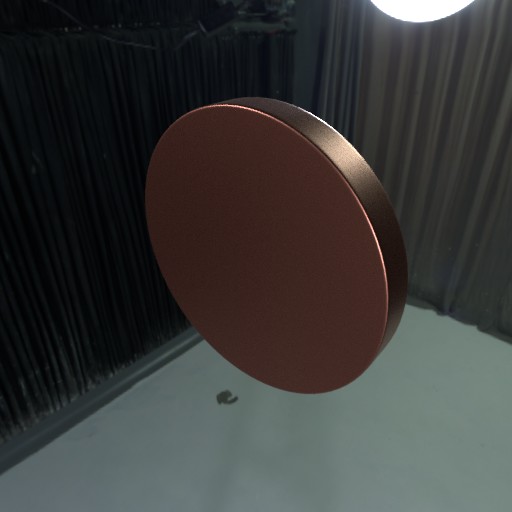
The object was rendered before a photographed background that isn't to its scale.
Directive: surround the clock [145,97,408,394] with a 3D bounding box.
[{"bbox_3d":[0.000,0.000,0.467,0.313,0.313,0.040,23,38,33],"label":"clock"}]
